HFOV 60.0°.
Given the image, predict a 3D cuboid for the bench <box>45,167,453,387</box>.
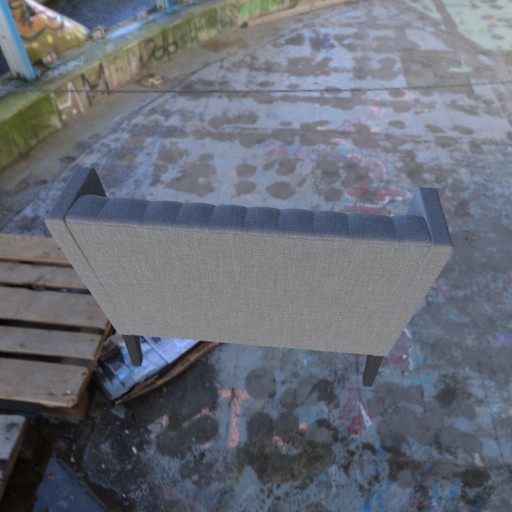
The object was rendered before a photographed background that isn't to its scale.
[{"bbox_3d":[0.000,0.000,2.030,1.276,1.121,0.842,4,48,4],"label":"bench"}]
